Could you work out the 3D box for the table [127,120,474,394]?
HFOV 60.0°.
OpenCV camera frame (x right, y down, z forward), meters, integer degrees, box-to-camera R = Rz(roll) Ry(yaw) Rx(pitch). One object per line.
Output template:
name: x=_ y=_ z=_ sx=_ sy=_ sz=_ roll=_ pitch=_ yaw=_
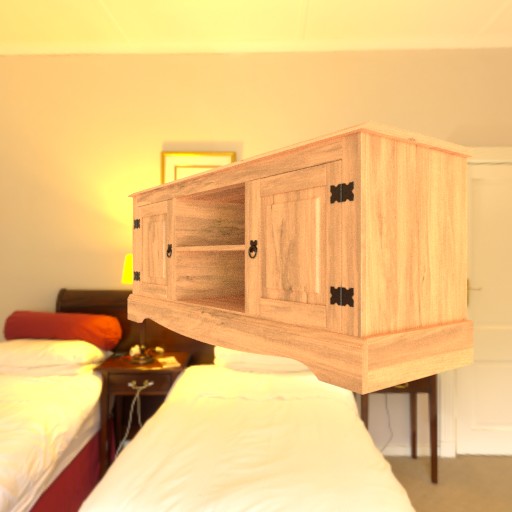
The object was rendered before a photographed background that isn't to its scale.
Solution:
table: x=0.000 y=0.000 z=1.418 sx=0.400 sy=0.510 sz=1.200 roll=0 pitch=0 yaw=-36
